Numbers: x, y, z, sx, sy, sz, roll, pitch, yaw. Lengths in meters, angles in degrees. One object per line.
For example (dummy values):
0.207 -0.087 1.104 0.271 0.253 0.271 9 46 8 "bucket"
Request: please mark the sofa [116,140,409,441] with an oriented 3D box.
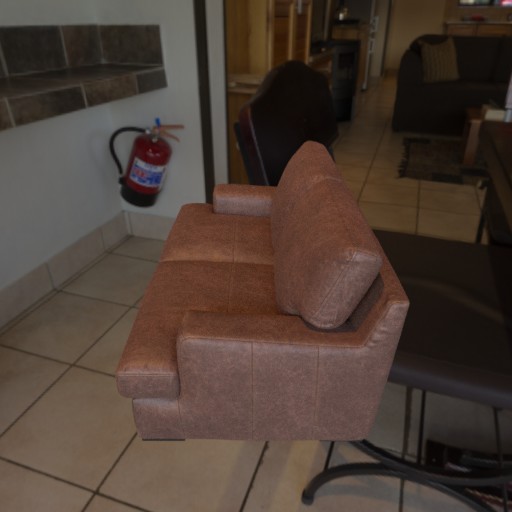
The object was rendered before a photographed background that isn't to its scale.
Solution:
0.000 0.000 2.528 1.143 0.939 1.880 0 28 0 "sofa"
